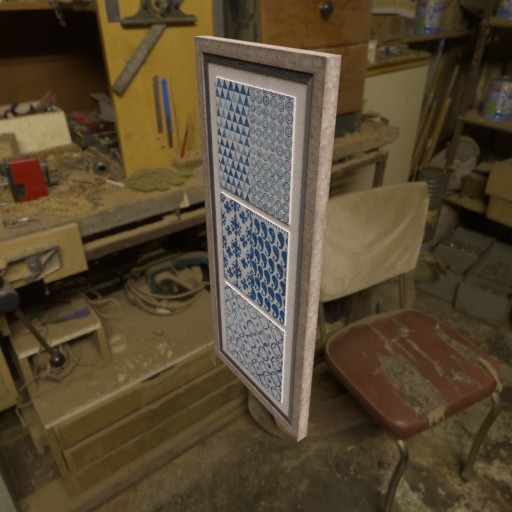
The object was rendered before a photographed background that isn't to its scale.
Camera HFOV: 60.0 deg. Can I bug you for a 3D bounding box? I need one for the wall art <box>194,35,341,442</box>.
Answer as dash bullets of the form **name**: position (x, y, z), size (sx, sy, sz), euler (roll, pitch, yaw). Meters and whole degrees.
- **wall art**: position (0.000, 0.000, 1.686), size (0.051, 1.461, 0.648), euler (-21, 37, -30)
